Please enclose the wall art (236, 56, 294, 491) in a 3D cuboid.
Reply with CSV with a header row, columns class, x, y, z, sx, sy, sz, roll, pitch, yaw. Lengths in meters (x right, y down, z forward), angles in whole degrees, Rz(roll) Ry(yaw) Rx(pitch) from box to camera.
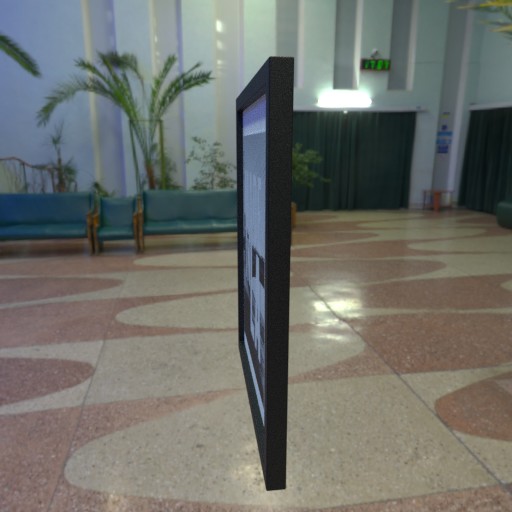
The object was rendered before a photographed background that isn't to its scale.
class,x,y,z,sx,sy,sz,roll,pitch,yaw
wall art,0.000,0.000,0.768,0.028,0.559,0.457,-2,14,-7
